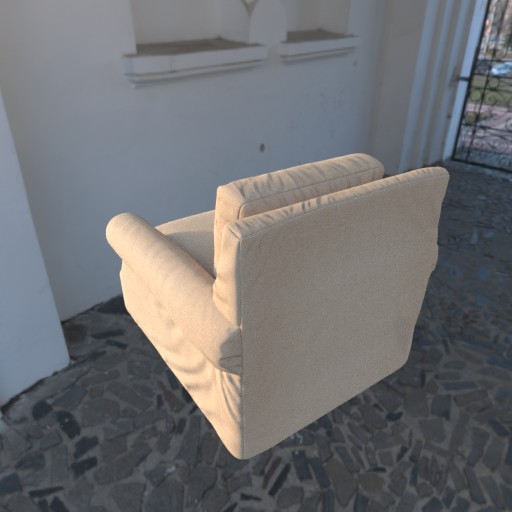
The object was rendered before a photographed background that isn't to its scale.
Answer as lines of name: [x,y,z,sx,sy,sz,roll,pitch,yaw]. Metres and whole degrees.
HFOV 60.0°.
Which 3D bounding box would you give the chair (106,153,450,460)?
chair: [0.000,0.000,1.757,0.940,0.866,1.066,-19,34,-30]
